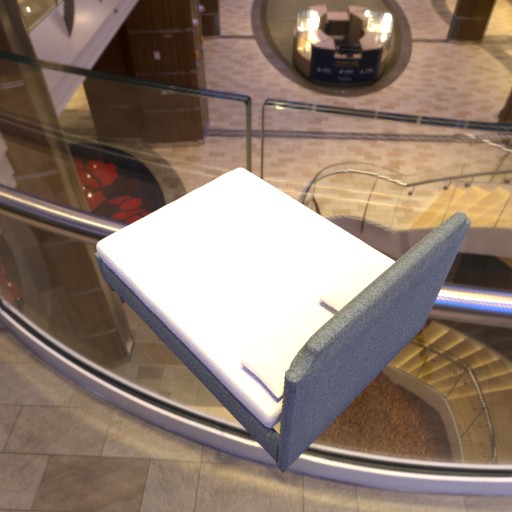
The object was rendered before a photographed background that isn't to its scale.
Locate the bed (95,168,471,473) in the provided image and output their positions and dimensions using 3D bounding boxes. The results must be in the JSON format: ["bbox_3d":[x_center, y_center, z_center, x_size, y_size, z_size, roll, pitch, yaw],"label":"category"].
[{"bbox_3d":[0.000,0.000,3.488,1.712,1.443,2.372,-34,54,-29],"label":"bed"}]
